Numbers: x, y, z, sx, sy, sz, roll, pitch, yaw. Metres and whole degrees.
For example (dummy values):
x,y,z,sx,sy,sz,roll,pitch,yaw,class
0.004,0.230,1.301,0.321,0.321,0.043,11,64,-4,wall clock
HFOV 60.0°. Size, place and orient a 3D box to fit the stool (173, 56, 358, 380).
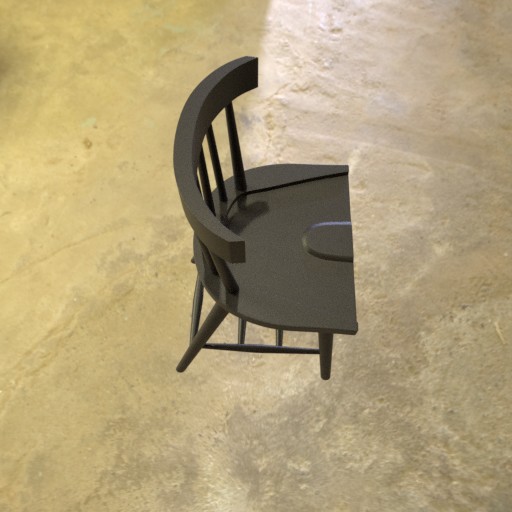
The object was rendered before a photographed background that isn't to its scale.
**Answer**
x,y,z,sx,sy,sz,roll,pitch,yaw,class
0.000,0.000,1.257,0.549,0.953,0.494,3,62,1,stool
